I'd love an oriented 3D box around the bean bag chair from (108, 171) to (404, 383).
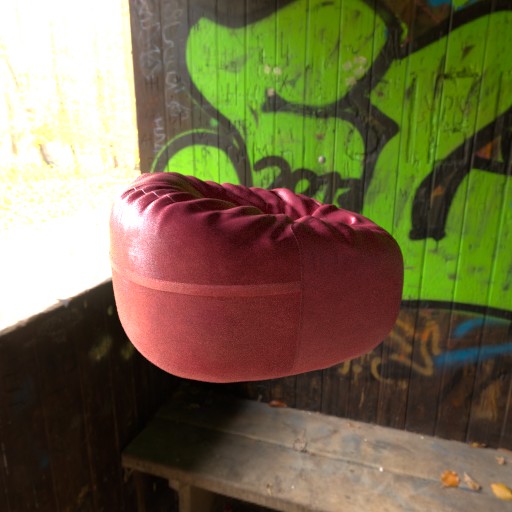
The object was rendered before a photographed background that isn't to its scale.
[{"bbox_3d":[0.000,0.000,2.420,1.524,0.878,1.524,-3,16,-9],"label":"bean bag chair"}]
